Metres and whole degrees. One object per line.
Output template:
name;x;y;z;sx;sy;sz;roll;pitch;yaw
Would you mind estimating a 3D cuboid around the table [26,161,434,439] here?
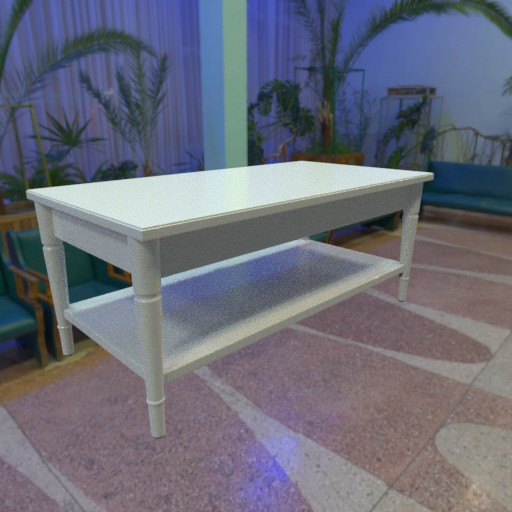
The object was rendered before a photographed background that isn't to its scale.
table;0.000;0.000;1.343;1.067;0.457;0.559;-16;24;-42
